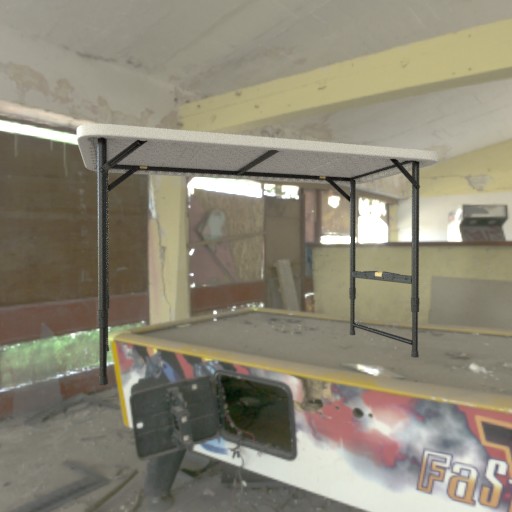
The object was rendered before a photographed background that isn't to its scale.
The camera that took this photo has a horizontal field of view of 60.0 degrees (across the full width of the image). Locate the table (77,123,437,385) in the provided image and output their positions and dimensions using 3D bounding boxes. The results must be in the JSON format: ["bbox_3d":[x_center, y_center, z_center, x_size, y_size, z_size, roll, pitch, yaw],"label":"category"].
[{"bbox_3d":[0.000,0.000,1.665,1.219,0.737,0.610,0,1,-18],"label":"table"}]
